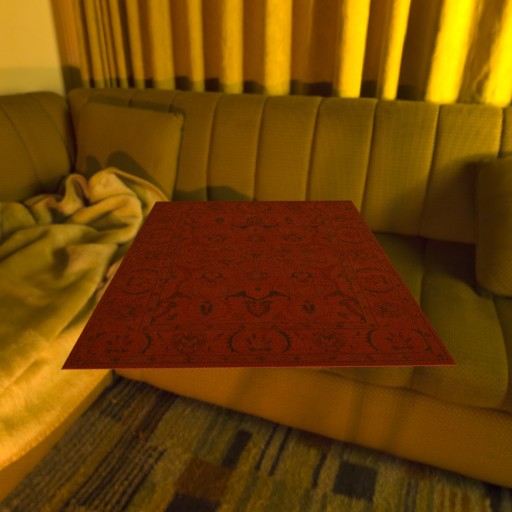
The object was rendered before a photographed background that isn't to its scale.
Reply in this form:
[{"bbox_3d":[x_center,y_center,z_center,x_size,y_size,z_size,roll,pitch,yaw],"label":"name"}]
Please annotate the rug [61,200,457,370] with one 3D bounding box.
[{"bbox_3d":[0.000,0.000,3.885,2.300,0.012,2.929,0,26,-1],"label":"rug"}]
